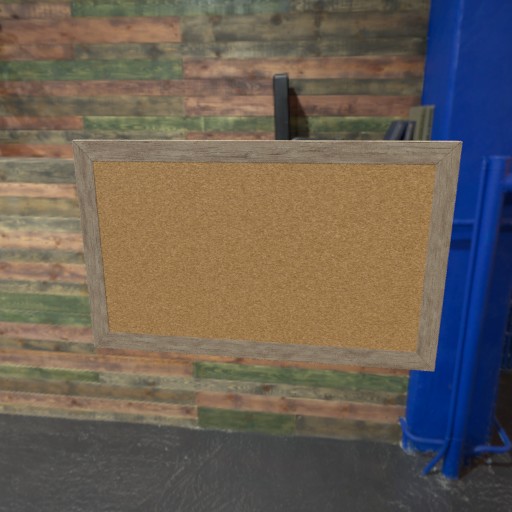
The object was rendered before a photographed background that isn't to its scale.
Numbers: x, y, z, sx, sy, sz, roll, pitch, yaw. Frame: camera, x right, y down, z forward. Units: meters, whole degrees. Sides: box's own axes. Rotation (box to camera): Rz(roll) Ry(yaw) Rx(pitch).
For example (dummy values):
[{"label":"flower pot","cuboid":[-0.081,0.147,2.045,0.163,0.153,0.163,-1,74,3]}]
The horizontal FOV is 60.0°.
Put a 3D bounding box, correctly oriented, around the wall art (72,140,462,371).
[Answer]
[{"label":"wall art","cuboid":[0.000,0.000,0.953,0.780,0.480,0.021,2,16,8]}]
